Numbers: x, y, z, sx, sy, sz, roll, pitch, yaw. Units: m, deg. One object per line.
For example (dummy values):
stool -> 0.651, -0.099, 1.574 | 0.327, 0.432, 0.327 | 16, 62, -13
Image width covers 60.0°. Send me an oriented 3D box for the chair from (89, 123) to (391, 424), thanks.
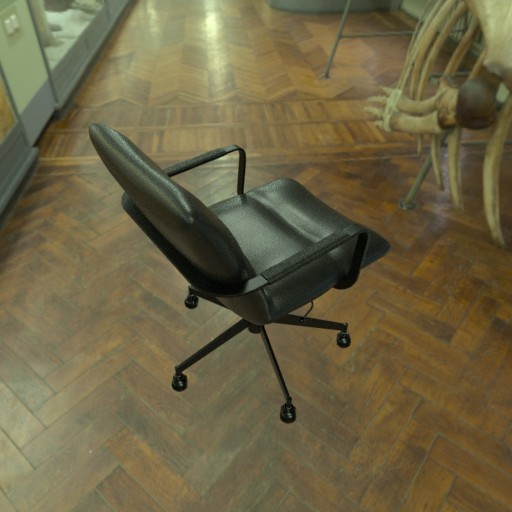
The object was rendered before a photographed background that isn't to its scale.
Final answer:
chair -> 0.000, 0.000, 1.484 | 0.748, 0.922, 0.719 | -25, 46, -27
